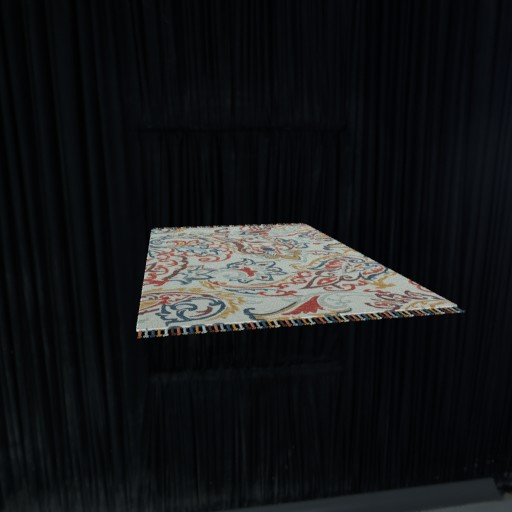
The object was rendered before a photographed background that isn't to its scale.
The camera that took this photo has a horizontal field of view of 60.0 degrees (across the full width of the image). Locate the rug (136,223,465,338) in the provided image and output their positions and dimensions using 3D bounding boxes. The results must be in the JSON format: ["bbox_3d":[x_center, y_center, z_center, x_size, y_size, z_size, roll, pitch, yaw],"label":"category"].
[{"bbox_3d":[0.000,0.000,3.181,1.523,0.010,2.584,-3,14,-11],"label":"rug"}]
